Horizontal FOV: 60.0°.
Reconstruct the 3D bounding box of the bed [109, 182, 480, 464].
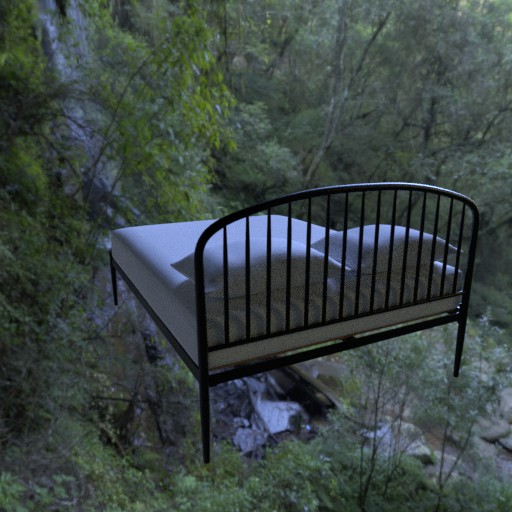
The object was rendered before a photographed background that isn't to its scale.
[{"bbox_3d":[0.000,0.000,3.039,1.618,1.166,2.159,-7,17,-26],"label":"bed"}]
